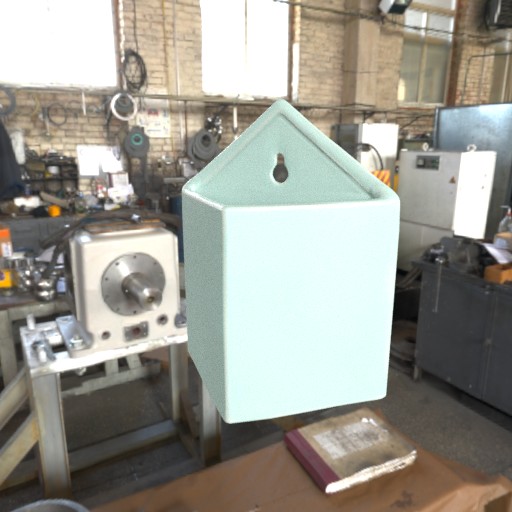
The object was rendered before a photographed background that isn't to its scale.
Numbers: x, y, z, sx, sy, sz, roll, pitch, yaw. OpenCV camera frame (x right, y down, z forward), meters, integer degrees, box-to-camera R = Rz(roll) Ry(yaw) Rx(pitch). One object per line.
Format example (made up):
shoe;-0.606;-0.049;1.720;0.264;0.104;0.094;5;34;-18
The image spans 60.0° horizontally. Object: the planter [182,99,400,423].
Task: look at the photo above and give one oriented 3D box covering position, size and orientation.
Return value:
planter;0.000;0.000;0.285;0.164;0.197;0.079;7;16;26
